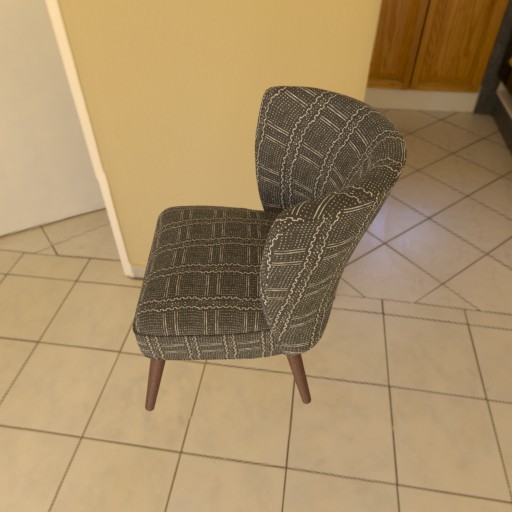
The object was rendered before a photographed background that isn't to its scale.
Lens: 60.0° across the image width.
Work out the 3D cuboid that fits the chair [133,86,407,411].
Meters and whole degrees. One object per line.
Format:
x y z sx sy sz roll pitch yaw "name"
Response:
0.000 0.000 1.418 0.758 0.866 0.710 -1 43 -1 "chair"
